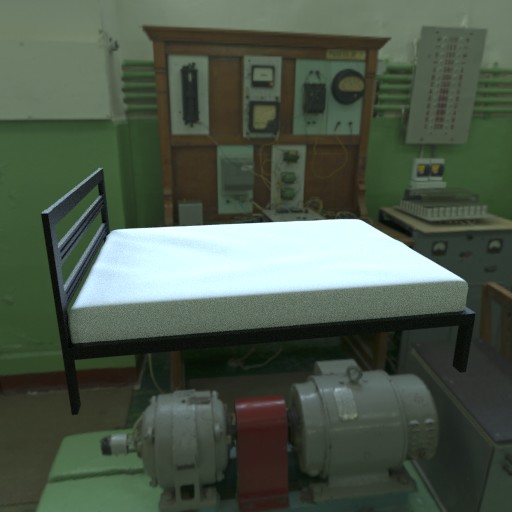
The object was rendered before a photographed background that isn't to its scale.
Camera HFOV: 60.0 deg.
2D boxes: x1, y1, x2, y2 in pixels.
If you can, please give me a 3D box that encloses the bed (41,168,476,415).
[{"bbox_3d":[0.000,0.000,2.818,2.062,0.967,1.524,-3,18,-10],"label":"bed"}]
